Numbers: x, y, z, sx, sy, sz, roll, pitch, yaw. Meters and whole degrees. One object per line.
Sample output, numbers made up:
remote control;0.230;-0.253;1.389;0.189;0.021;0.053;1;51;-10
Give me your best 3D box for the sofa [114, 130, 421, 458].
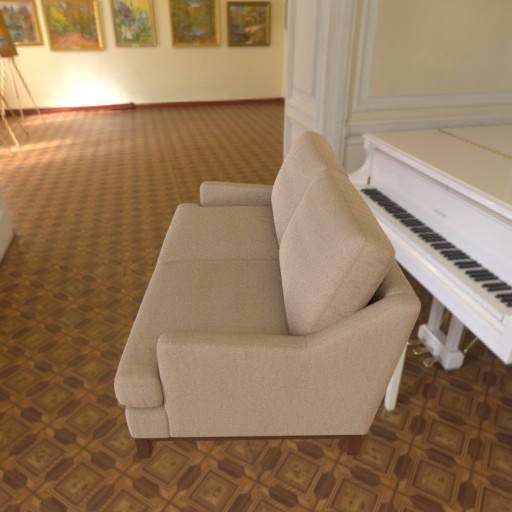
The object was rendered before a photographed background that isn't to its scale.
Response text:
sofa;0.000;0.000;2.165;1.004;0.910;1.619;0;28;-1
